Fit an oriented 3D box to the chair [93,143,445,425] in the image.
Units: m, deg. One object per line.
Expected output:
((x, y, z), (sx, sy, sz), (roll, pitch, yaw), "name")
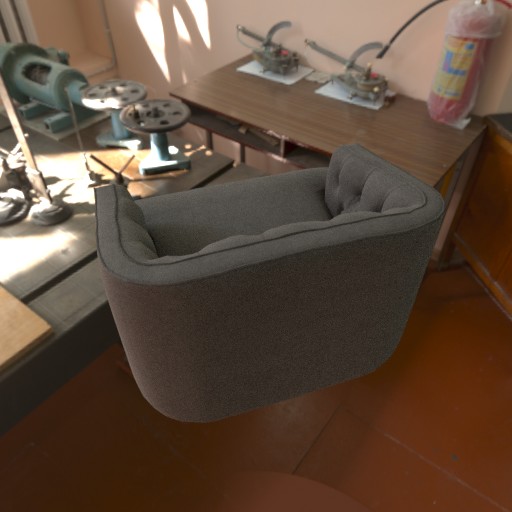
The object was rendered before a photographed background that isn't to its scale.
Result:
((0.000, 0.000, 1.738), (1.104, 0.852, 0.941), (-13, 44, -13), "chair")
